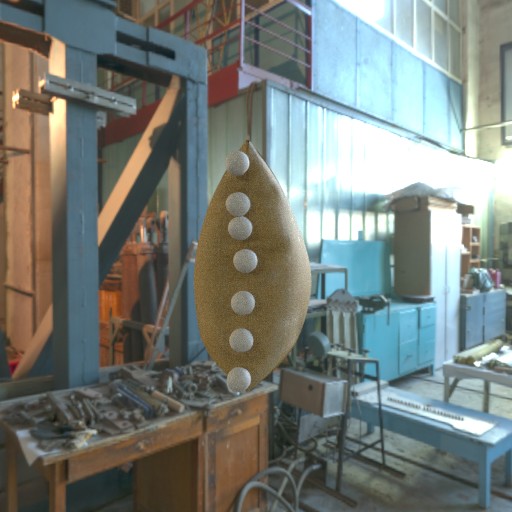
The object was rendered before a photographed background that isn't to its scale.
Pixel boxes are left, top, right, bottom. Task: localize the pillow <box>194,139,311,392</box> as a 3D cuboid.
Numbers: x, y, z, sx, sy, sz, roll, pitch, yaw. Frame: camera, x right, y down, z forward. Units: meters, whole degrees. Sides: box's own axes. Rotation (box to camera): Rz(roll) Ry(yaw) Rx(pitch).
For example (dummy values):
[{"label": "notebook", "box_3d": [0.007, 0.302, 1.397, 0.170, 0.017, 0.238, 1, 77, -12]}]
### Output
[{"label": "pillow", "box_3d": [0.000, 0.000, 0.854, 0.201, 0.322, 0.709, 0, 1, 1]}]
